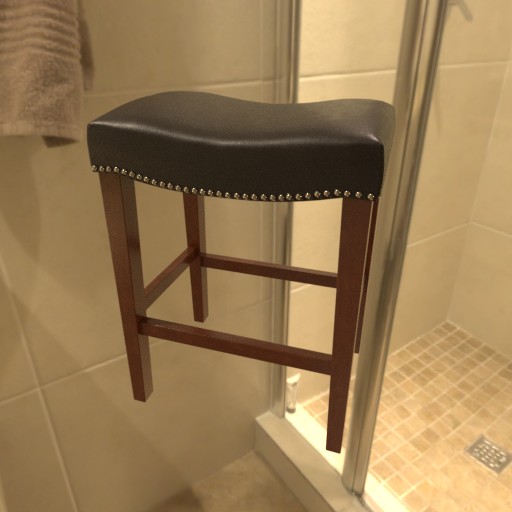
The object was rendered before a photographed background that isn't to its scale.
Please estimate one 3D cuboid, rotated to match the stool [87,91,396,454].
[{"bbox_3d":[0.000,0.000,0.969,0.504,0.654,0.372,8,28,16],"label":"stool"}]
